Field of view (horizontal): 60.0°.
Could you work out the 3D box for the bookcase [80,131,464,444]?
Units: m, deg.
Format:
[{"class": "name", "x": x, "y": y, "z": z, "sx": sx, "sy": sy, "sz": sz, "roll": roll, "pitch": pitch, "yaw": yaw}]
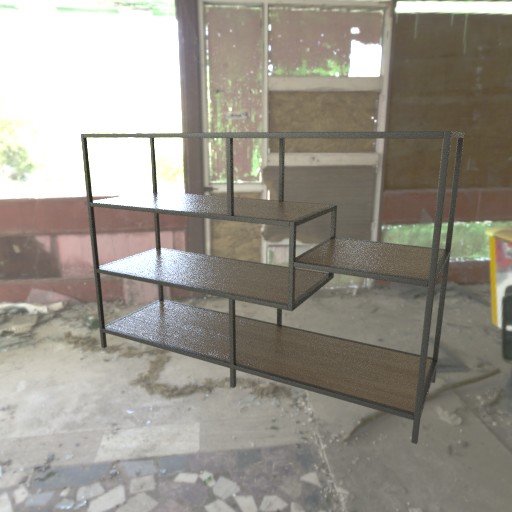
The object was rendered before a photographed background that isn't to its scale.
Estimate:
[{"class": "bookcase", "x": 0.000, "y": 0.000, "z": 1.457, "sx": 1.140, "sy": 0.780, "sz": 0.350, "roll": 8, "pitch": 17, "yaw": 28}]
